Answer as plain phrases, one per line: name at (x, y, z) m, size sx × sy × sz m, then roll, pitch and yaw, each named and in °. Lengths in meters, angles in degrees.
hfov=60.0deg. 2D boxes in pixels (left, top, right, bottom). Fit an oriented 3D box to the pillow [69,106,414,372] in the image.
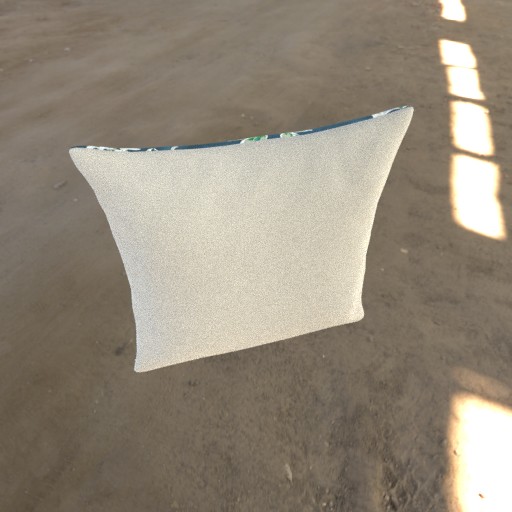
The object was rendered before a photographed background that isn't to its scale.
pillow at (0.000, 0.000, 0.813) m, size 0.525 × 0.508 × 0.166 m, roll -11°, pitch 41°, yaw -13°
